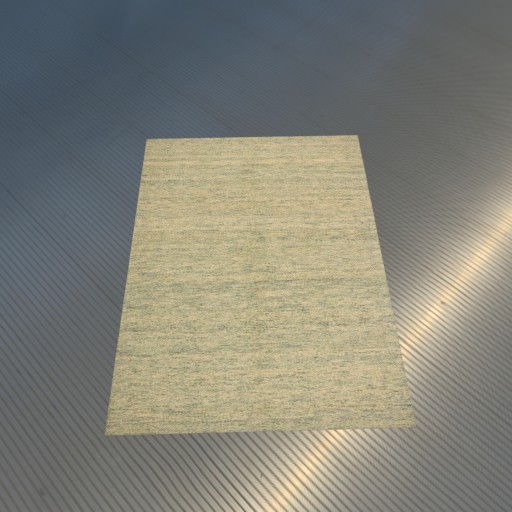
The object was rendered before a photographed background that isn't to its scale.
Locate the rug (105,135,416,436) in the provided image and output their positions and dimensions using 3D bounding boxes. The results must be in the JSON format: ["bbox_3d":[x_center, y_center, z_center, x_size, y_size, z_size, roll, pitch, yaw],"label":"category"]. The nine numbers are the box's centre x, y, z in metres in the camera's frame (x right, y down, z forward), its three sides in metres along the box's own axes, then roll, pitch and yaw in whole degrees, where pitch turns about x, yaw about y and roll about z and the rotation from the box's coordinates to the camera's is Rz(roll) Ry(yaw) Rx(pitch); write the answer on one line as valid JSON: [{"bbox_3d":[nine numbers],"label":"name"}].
[{"bbox_3d":[0.000,0.000,4.286,2.437,0.014,3.201,-1,59,-1],"label":"rug"}]
